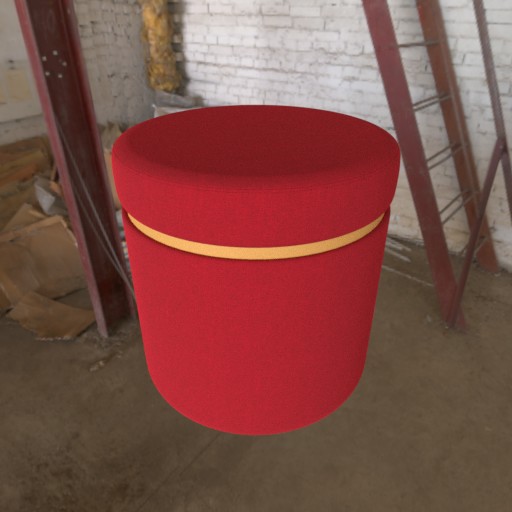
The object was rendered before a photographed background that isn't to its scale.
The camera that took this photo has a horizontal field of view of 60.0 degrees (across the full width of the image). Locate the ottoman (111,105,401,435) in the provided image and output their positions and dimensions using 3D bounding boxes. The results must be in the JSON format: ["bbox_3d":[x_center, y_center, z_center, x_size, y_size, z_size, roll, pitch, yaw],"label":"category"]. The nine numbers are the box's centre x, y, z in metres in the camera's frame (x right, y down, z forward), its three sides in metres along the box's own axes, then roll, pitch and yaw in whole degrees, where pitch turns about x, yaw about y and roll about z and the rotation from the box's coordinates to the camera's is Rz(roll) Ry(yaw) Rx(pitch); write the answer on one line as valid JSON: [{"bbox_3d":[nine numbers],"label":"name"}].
[{"bbox_3d":[0.000,0.000,0.726,0.400,0.406,0.400,0,31,0],"label":"ottoman"}]
